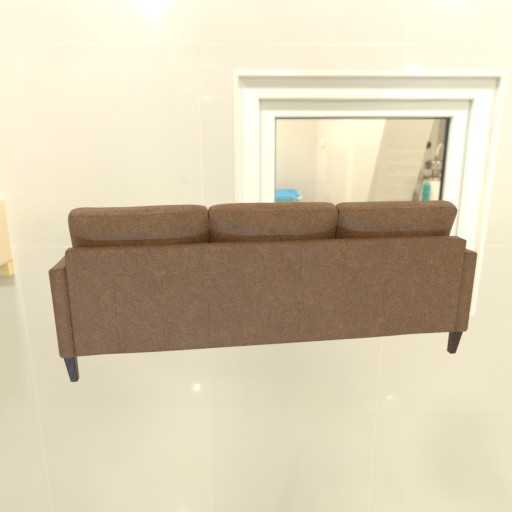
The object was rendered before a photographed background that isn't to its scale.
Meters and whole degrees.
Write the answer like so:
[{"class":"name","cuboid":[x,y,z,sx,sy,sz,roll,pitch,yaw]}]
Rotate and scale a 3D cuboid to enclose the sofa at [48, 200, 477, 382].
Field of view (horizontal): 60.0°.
[{"class":"sofa","cuboid":[0.000,0.000,2.951,2.178,0.876,1.506,-2,15,-8]}]
